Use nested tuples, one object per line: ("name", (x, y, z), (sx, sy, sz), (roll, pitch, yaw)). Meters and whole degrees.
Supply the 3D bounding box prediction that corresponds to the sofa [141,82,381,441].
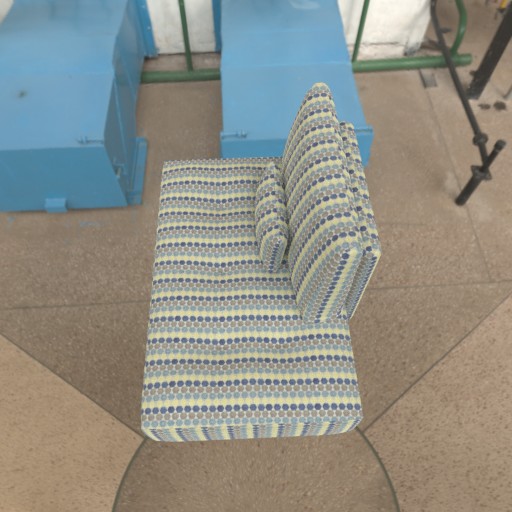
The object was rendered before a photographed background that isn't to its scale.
("sofa", (0.000, 0.000, 2.026), (1.000, 0.820, 1.450), (-2, 59, -1))
